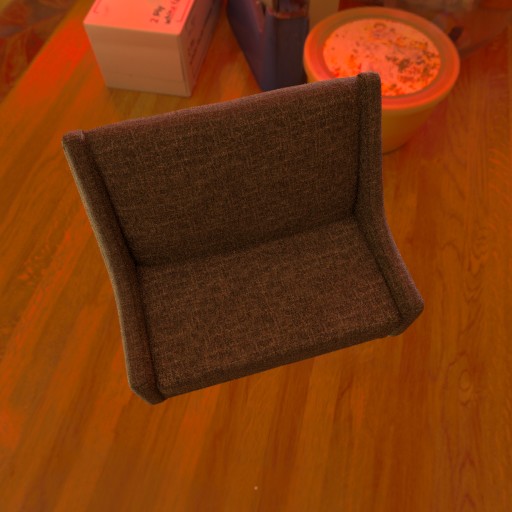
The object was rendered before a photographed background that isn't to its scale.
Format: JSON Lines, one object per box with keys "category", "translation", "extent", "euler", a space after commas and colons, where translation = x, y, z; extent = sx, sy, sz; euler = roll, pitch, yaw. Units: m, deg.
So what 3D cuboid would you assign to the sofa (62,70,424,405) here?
{"category": "sofa", "translation": [0.000, 0.000, 1.909], "extent": [1.242, 1.021, 0.870], "euler": [-14, 63, -7]}
